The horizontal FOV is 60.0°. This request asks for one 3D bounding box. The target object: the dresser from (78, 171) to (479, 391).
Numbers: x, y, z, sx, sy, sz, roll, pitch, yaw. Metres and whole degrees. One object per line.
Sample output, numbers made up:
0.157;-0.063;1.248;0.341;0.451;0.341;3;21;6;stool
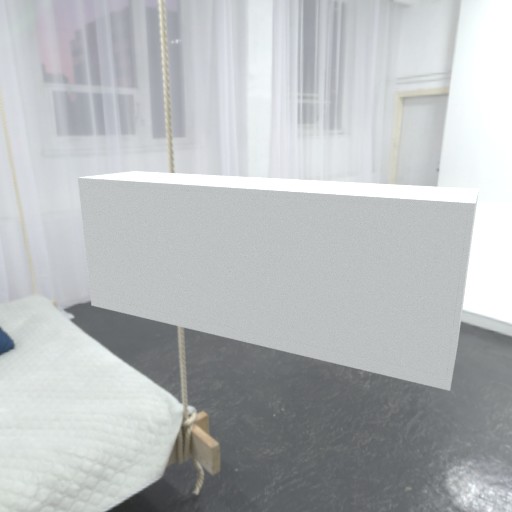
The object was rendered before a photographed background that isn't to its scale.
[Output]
0.000;0.000;2.558;2.200;0.840;0.500;8;18;26;dresser
